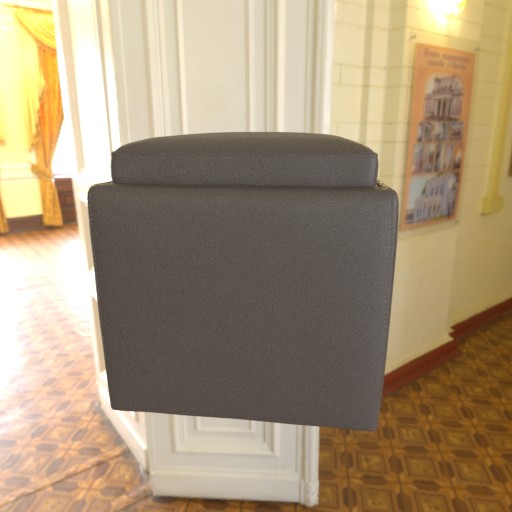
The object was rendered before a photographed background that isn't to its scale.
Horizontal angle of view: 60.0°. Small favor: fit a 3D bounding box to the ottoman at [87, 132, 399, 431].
[{"bbox_3d":[0.000,0.000,0.854,0.451,0.460,0.450,2,16,7],"label":"ottoman"}]
